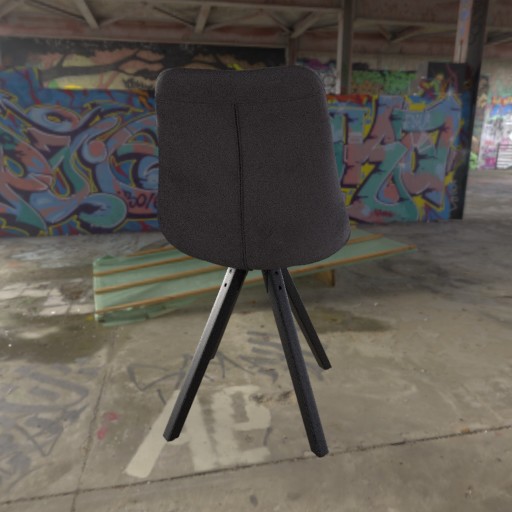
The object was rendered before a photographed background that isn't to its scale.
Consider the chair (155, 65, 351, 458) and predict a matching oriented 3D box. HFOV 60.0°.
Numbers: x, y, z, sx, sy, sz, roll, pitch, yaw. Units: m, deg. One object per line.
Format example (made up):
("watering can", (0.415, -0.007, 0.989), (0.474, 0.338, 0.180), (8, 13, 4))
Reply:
("chair", (0.000, 0.000, 1.161), (0.476, 0.850, 0.550), (2, 15, 8))
